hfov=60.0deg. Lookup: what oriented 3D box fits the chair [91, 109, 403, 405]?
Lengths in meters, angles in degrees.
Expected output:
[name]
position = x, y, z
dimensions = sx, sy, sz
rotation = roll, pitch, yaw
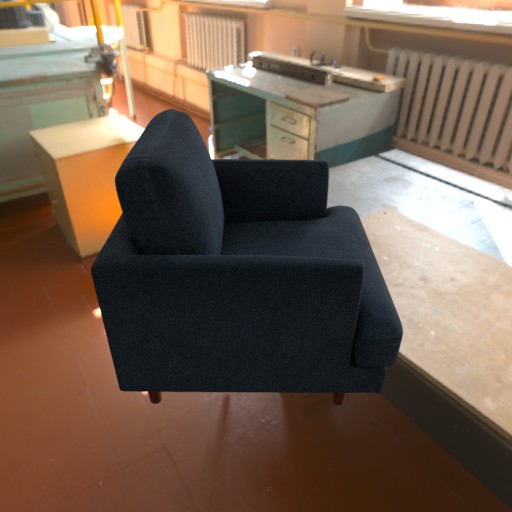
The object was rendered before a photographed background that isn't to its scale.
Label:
[chair]
position = 0.000, 0.000, 1.650
dimensions = 0.899, 0.957, 0.858
rotation = 0, 33, 0
